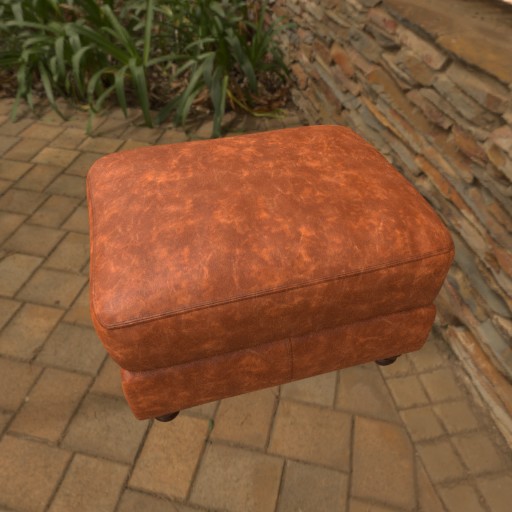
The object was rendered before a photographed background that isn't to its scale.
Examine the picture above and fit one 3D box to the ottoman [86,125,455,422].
[{"bbox_3d":[0.000,0.000,1.236,0.832,0.562,0.657,-11,43,-12],"label":"ottoman"}]
